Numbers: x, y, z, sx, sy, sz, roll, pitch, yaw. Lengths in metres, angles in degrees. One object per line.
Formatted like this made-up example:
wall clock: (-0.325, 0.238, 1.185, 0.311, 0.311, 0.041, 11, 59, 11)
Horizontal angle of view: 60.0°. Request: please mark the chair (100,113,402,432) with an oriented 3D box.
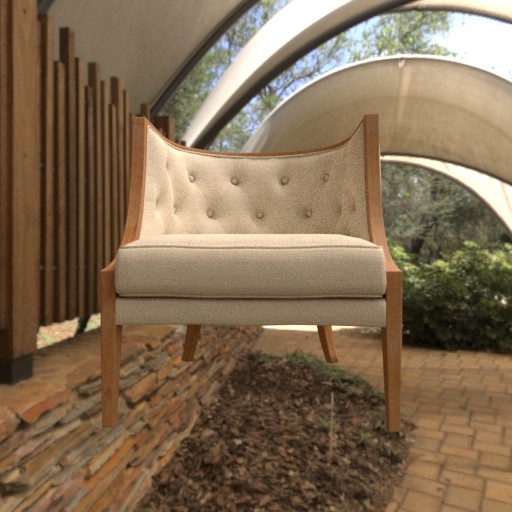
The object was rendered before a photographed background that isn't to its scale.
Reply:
chair: (0.000, 0.000, 1.349, 0.711, 0.775, 0.757, 0, 0, 3)
